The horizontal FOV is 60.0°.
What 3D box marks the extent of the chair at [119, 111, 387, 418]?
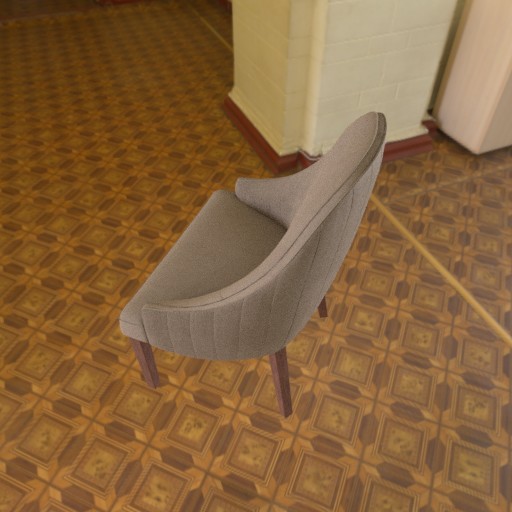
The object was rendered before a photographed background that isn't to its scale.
[{"bbox_3d":[0.000,0.000,1.298,0.575,0.889,0.643,16,48,15],"label":"chair"}]
